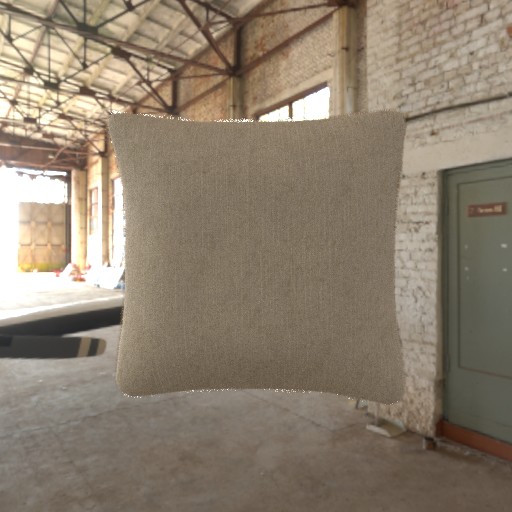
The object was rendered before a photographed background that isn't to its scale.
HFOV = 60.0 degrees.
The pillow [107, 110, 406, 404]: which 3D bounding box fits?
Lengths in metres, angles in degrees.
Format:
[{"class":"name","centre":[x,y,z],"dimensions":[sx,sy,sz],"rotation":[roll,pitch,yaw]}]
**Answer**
[{"class":"pillow","centre":[0.000,0.000,0.815],"dimensions":[0.538,0.525,0.216],"rotation":[0,0,2]}]
